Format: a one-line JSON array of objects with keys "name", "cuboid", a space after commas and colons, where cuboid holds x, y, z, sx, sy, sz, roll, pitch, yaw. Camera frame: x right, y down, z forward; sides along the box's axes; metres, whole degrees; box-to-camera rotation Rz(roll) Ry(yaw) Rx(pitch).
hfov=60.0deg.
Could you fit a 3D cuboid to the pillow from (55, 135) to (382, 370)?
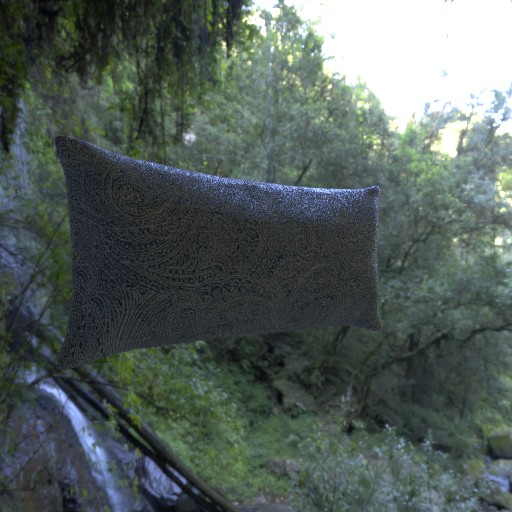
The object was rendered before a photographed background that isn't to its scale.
[{"name": "pillow", "cuboid": [0.000, 0.000, 0.728, 0.615, 0.295, 0.151, 1, -2, -35]}]
